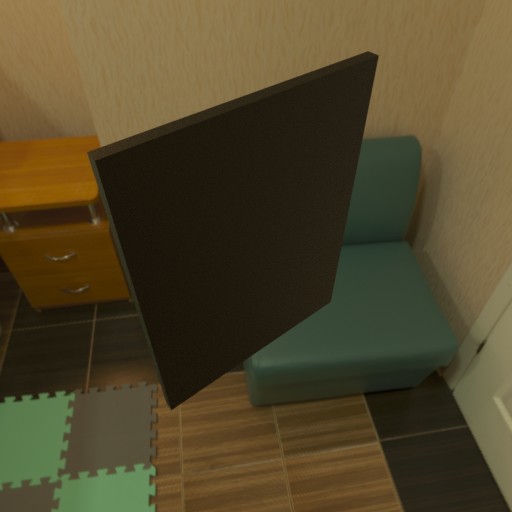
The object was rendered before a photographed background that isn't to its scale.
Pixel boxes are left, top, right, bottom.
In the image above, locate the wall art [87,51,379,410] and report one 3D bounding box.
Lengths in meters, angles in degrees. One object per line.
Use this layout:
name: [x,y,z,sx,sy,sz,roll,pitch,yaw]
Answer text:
wall art: [0.000,0.000,1.406,0.806,1.062,0.038,-29,53,-25]
